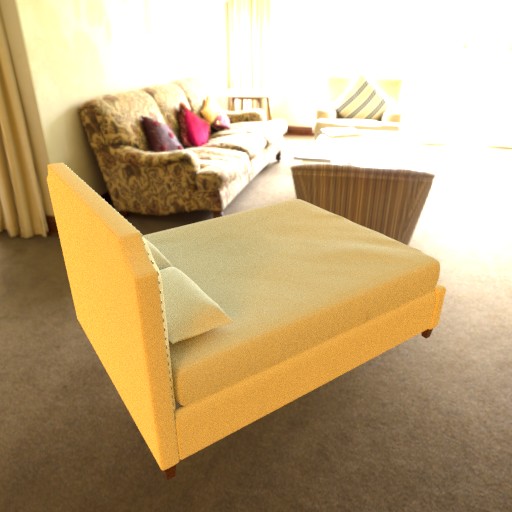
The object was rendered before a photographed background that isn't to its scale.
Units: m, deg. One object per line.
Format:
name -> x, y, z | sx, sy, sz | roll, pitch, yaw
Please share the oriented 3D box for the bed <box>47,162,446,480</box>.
bed -> 0.000, 0.000, 3.260 | 2.329, 1.415, 1.703 | -17, 31, -30
